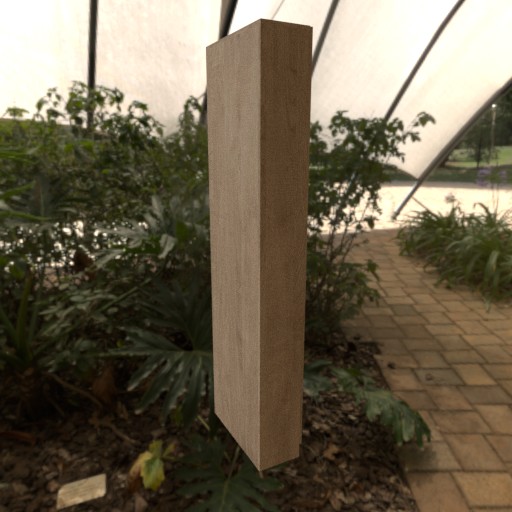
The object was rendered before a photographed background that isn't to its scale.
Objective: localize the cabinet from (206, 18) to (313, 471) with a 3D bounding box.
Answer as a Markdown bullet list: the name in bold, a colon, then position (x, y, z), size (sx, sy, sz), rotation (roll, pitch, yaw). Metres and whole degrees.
- **cabinet**: position (0.000, 0.000, 1.979), size (0.230, 1.790, 0.500), rotation (-7, 15, -27)
